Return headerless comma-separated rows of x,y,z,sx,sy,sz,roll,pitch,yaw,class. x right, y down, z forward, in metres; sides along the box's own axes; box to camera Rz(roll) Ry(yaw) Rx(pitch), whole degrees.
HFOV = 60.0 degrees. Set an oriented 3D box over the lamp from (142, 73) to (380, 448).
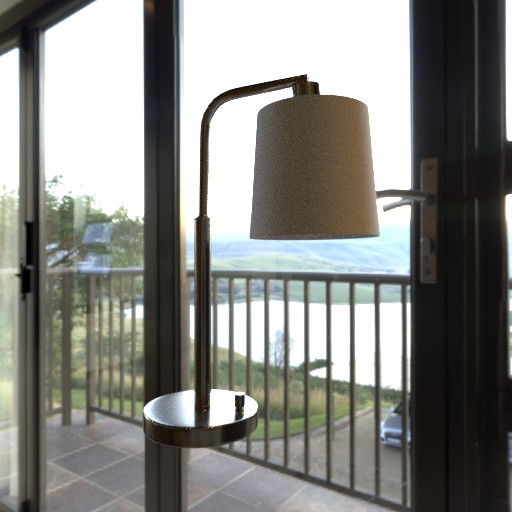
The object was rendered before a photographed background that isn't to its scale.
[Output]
0.000,0.000,0.616,0.333,0.489,0.171,0,0,18,lamp
